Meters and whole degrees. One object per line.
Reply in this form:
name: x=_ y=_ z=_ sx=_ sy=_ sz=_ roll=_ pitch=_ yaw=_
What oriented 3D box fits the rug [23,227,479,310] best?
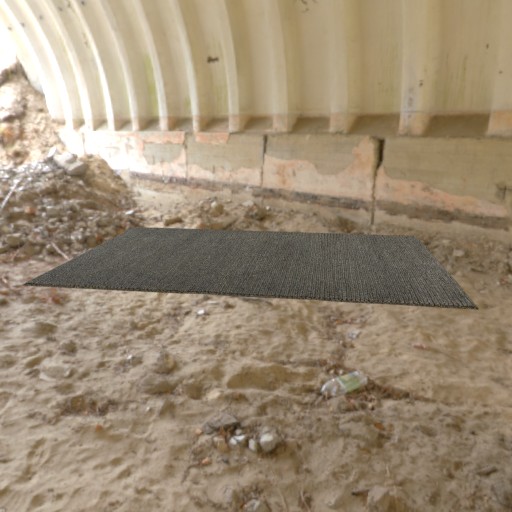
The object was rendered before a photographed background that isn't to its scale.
rug: x=0.000 y=0.000 z=3.066 sx=2.443 sy=0.021 sz=1.538 roll=2 pitch=16 yaw=8
